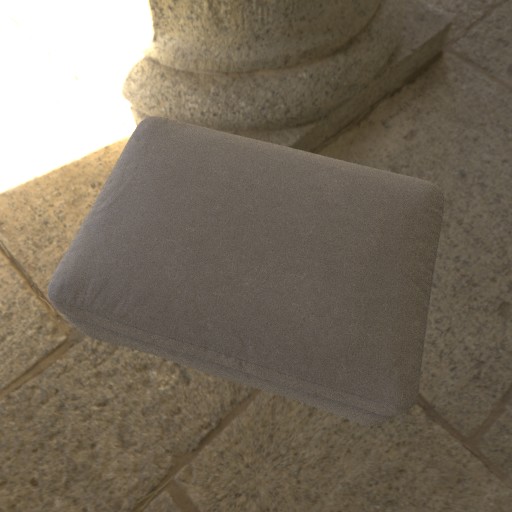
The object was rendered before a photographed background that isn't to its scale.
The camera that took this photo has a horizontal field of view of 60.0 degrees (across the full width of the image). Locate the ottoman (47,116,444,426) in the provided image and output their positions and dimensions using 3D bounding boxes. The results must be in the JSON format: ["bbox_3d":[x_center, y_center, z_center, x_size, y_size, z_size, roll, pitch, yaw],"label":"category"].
[{"bbox_3d":[0.000,0.000,1.600,1.199,0.429,0.840,15,64,8],"label":"ottoman"}]
